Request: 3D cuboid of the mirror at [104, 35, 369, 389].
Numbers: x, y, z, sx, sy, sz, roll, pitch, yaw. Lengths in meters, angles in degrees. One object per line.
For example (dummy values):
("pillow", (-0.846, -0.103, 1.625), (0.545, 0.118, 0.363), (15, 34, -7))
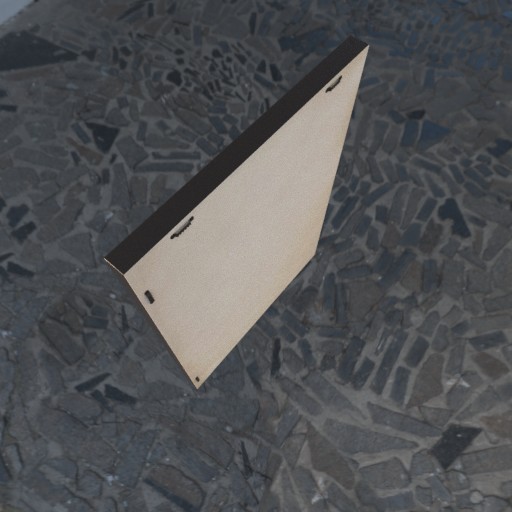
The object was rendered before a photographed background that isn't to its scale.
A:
("mirror", (0.000, 0.000, 0.914), (0.040, 0.710, 0.507), (37, 69, 17))
